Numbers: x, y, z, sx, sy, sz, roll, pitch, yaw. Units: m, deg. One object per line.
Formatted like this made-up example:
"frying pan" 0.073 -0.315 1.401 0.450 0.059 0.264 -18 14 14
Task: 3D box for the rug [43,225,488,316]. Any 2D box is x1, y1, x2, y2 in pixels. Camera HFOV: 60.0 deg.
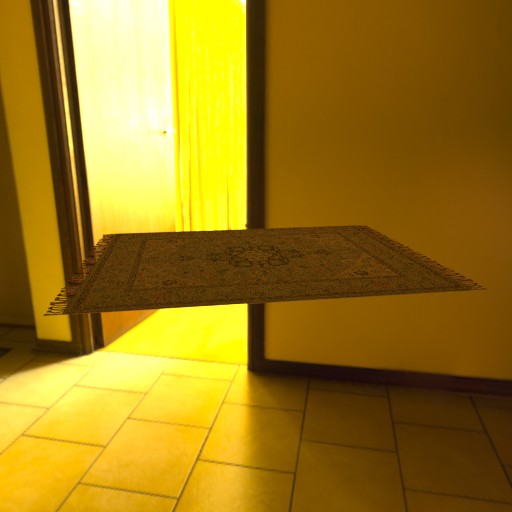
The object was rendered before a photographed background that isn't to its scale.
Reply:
"rug" 0.000 0.000 3.507 2.651 0.010 1.971 -2 16 -9
